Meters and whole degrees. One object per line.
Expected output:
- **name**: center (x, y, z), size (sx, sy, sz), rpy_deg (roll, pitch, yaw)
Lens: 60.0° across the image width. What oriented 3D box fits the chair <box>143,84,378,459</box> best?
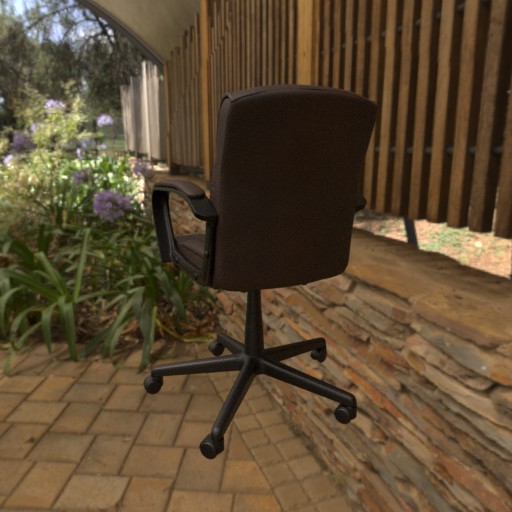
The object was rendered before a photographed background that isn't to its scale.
- **chair**: center (0.000, 0.000, 1.490), size (0.739, 1.004, 0.717), rpy_deg (-7, 15, -25)
